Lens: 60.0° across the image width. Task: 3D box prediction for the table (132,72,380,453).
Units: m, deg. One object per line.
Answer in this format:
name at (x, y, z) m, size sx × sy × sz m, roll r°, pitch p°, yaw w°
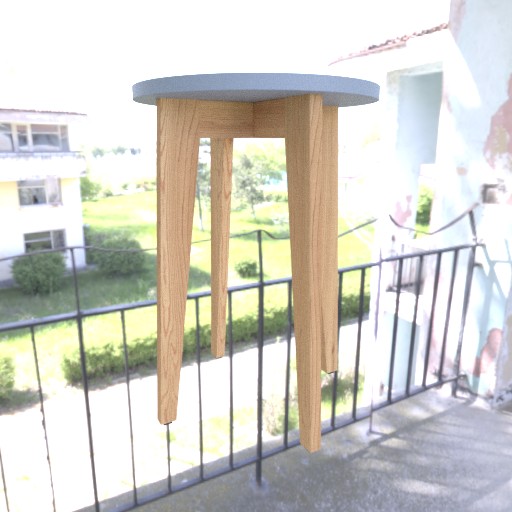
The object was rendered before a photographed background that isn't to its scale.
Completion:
table at (0.000, 0.000, 0.709) m, size 0.350 × 0.500 × 0.350 m, roll 0°, pitch 15°, yaw 0°
